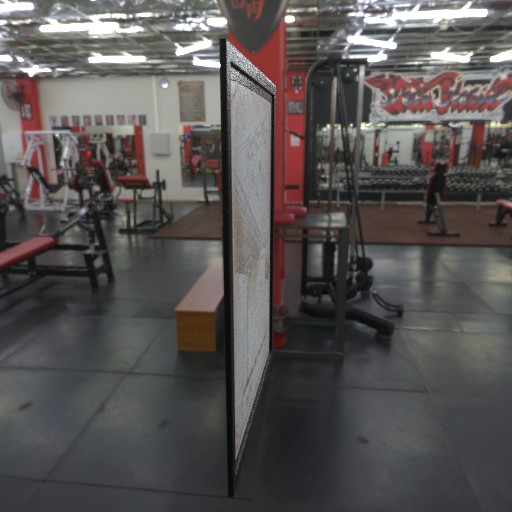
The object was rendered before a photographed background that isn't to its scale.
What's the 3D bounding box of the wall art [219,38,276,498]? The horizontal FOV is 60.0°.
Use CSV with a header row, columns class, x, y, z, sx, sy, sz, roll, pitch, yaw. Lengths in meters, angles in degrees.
class,x,y,z,sx,sy,sz,roll,pitch,yaw
wall art,0.000,0.000,1.235,0.013,0.967,0.707,2,15,9
